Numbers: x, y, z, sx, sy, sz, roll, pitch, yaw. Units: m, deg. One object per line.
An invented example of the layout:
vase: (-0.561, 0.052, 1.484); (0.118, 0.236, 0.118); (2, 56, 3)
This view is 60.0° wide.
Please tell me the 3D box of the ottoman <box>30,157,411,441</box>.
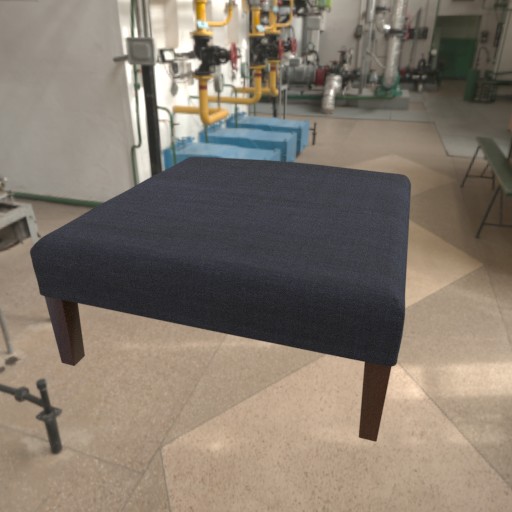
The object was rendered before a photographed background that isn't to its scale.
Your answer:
ottoman: (0.000, 0.000, 1.405); (0.890, 0.411, 0.889); (8, 28, 16)
